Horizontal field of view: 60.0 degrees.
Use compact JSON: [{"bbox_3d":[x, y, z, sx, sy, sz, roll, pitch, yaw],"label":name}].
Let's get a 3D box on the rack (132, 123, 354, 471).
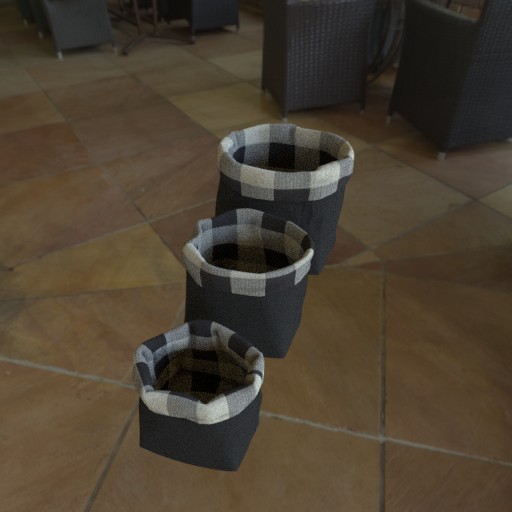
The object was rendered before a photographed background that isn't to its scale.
[{"bbox_3d":[0.000,0.000,1.064,0.370,0.329,0.889,10,40,12],"label":"rack"}]
